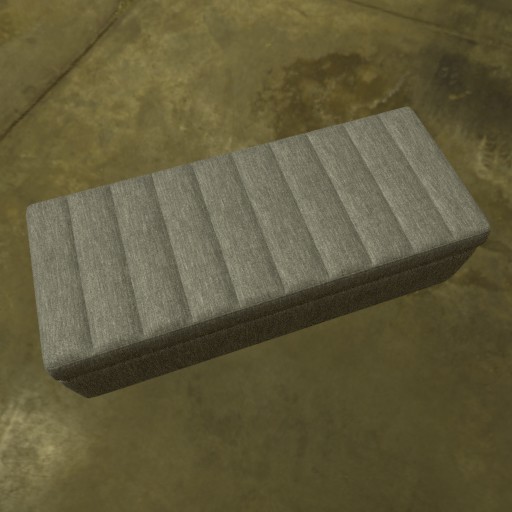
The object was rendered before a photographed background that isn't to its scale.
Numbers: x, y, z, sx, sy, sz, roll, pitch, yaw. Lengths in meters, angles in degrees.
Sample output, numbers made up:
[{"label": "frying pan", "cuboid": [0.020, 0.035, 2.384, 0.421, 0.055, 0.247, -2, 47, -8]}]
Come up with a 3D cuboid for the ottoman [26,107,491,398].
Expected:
[{"label": "ottoman", "cuboid": [0.000, 0.000, 1.339, 1.151, 0.469, 0.482, -17, 64, -8]}]
